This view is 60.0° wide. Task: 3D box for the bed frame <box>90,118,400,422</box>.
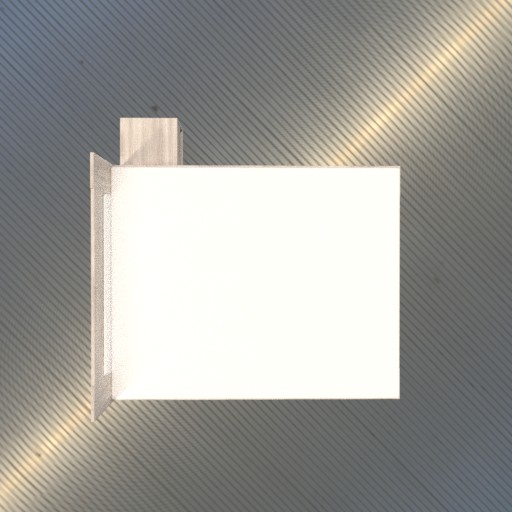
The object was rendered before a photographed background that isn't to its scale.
[{"bbox_3d":[0.000,0.000,3.170,2.050,0.860,2.040,0,90,-1],"label":"bed frame"}]
